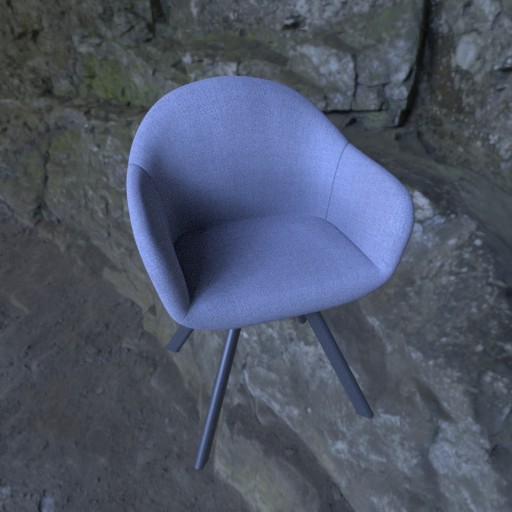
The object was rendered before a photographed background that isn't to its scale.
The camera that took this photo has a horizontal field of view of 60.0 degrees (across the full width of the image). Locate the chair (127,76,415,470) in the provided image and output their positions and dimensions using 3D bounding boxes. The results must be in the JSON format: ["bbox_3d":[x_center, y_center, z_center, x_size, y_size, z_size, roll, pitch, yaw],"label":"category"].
[{"bbox_3d":[0.000,0.000,1.140,0.590,0.795,0.550,-10,33,-16],"label":"chair"}]
